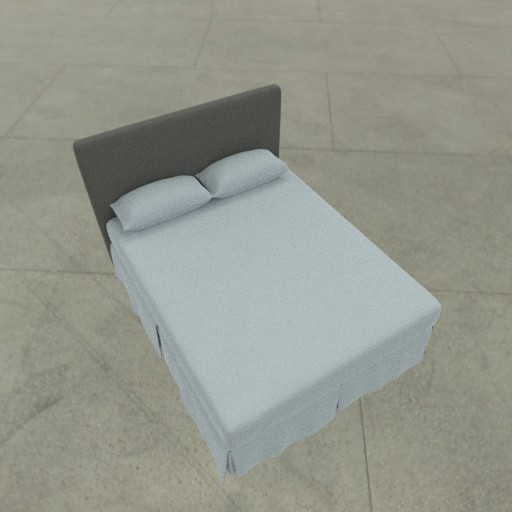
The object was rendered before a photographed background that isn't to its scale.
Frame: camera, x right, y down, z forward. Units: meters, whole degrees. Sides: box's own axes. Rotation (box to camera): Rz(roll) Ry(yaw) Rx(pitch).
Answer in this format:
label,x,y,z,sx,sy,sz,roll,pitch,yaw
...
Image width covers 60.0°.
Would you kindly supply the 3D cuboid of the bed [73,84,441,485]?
label,x,y,z,sx,sy,sz,roll,pitch,yaw
bed,0.000,0.000,3.170,1.748,1.330,2.142,-24,51,-21
